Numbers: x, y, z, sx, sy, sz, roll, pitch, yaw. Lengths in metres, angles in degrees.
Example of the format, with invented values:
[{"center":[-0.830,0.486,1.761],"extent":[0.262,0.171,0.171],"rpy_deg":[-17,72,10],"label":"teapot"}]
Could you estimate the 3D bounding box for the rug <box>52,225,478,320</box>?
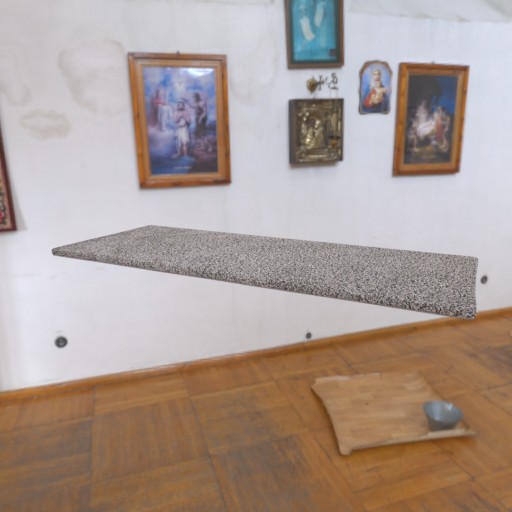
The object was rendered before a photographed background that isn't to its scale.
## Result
[{"center":[0.000,0.000,1.694],"extent":[1.524,0.030,0.609],"rpy_deg":[7,16,26],"label":"rug"}]
